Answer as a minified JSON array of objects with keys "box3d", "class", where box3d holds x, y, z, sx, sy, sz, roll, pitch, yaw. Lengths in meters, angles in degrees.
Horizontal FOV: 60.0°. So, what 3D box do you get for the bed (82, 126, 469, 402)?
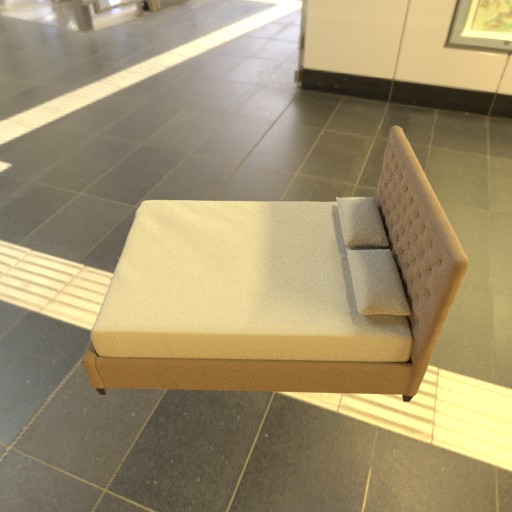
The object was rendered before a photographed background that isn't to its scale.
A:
[{"box3d":[0.000,0.000,3.481,2.387,1.427,1.698,1,41,1],"class":"bed"}]
